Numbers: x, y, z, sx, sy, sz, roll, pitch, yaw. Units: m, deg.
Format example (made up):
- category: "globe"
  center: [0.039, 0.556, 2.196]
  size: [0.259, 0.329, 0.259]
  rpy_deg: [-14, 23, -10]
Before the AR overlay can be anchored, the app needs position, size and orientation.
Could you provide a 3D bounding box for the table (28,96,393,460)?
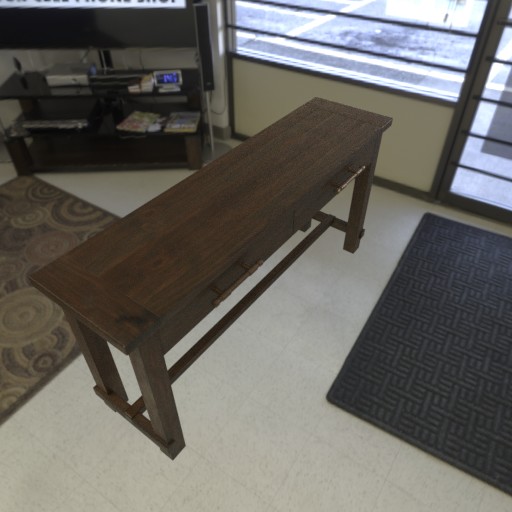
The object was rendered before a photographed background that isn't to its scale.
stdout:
- category: "table"
  center: [0.000, 0.000, 1.899]
  size: [0.442, 0.762, 1.599]
  rpy_deg: [26, 48, 26]
